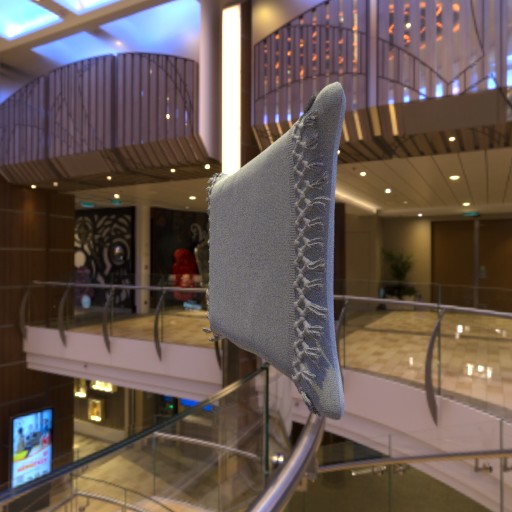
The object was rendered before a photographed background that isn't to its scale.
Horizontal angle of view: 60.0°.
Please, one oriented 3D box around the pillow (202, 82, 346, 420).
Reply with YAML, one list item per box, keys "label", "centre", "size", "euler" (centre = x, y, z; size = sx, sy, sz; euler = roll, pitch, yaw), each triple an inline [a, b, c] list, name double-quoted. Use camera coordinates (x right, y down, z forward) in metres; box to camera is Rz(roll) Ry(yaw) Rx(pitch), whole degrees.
- label: "pillow"
  centre: [0.000, 0.000, 0.601]
  size: [0.084, 0.305, 0.466]
  euler: [0, 0, -18]
